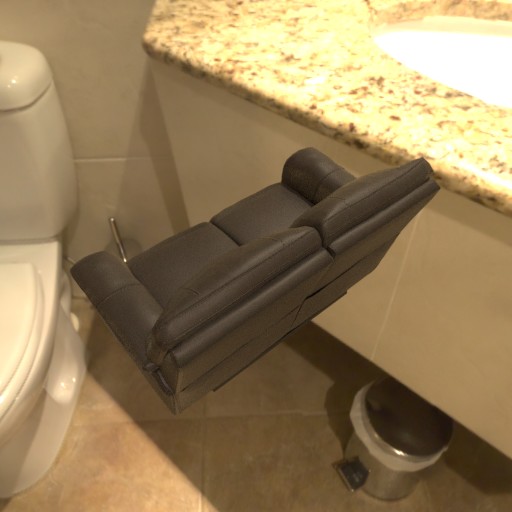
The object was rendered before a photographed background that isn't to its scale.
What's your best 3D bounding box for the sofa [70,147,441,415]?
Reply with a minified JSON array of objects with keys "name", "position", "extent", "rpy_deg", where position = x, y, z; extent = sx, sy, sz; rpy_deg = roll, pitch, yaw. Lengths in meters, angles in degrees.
[{"name":"sofa","position":[0.000,0.000,2.515],"extent":[1.765,1.111,1.104],"rpy_deg":[-31,54,-26]}]
